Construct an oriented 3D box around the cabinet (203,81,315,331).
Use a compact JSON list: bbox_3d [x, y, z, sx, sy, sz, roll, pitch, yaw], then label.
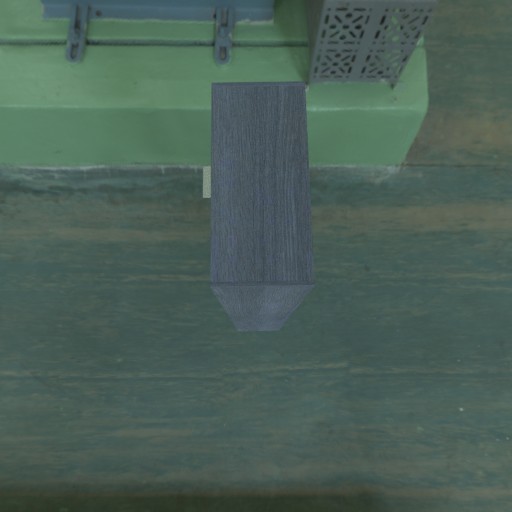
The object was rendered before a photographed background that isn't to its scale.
[{"bbox_3d":[0.000,0.000,1.848,0.255,1.630,0.520,-1,77,0],"label":"cabinet"}]
